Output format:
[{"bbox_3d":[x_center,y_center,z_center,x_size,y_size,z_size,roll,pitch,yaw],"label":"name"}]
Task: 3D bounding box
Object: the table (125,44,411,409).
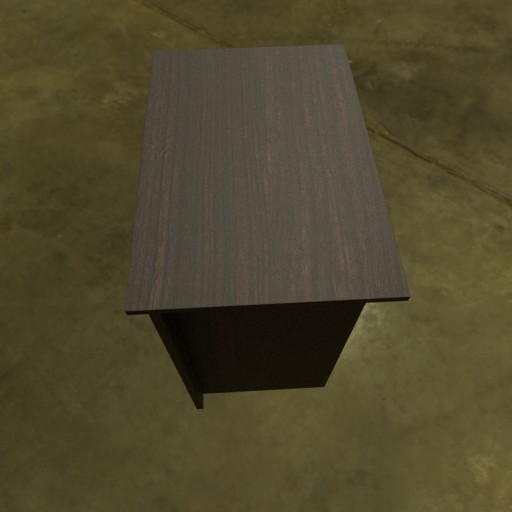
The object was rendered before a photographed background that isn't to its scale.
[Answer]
[{"bbox_3d":[0.000,0.000,1.079,0.406,0.711,0.591,-3,59,-2],"label":"table"}]
